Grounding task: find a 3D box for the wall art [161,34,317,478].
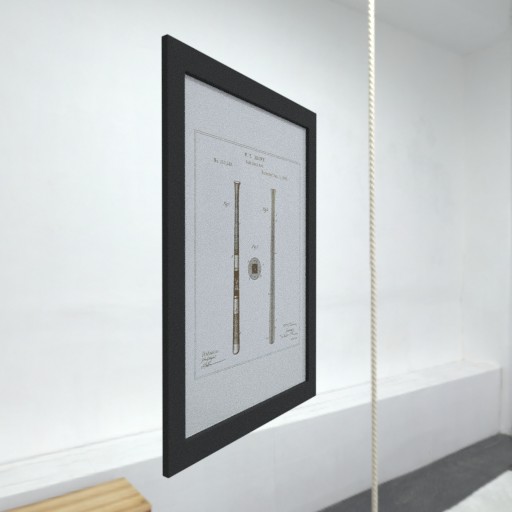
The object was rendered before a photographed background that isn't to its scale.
[{"bbox_3d":[0.000,0.000,0.681,0.012,0.529,0.374,0,1,35],"label":"wall art"}]
